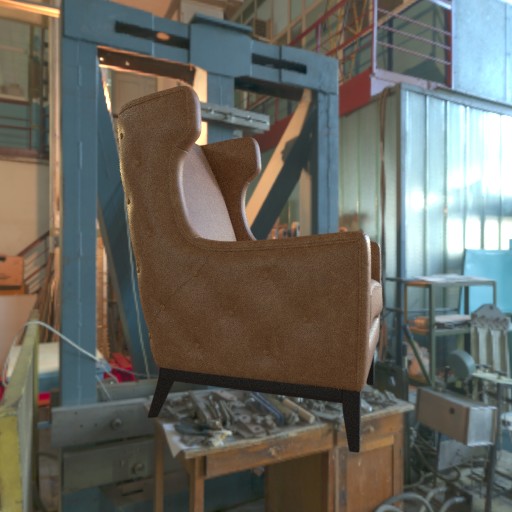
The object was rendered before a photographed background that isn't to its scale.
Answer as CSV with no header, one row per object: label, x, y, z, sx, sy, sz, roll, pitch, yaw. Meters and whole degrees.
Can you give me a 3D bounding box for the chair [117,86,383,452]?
chair,0.000,0.000,1.671,0.899,1.079,0.766,0,0,18
